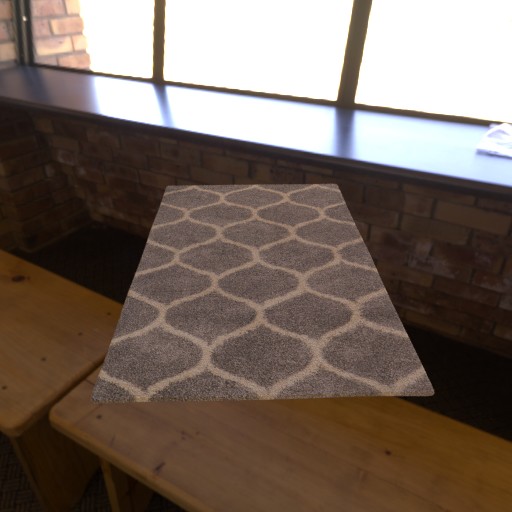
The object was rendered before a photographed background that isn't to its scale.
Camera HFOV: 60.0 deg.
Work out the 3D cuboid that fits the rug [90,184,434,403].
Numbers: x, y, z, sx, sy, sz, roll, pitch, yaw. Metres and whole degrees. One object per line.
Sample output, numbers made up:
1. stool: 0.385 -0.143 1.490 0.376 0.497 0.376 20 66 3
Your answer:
1. rug: 0.000 0.000 2.912 1.501 0.025 2.348 -1 32 -1
